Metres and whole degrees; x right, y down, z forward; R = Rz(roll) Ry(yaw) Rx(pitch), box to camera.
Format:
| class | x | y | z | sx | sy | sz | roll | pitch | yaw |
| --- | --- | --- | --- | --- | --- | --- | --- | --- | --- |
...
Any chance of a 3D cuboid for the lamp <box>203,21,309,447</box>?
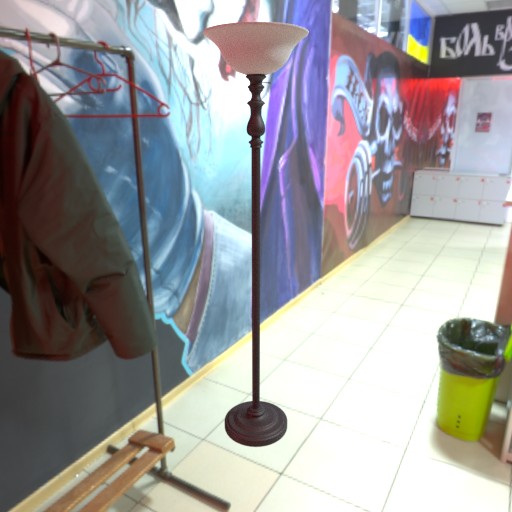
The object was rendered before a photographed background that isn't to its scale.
| class | x | y | z | sx | sy | sz | roll | pitch | yaw |
| --- | --- | --- | --- | --- | --- | --- | --- | --- | --- |
| lamp | 0.000 | 0.000 | 1.969 | 0.405 | 1.797 | 0.405 | -8 | 19 | -25 |
